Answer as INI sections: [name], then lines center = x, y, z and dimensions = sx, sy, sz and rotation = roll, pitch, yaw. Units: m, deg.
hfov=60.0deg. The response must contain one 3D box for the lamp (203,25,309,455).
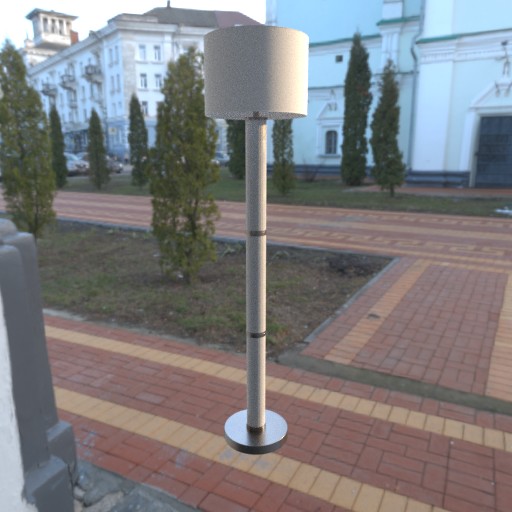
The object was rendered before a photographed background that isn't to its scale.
[lamp]
center = 0.000, 0.000, 1.764
dimensions = 0.377, 1.599, 0.377
rotation = 12, 18, 43
